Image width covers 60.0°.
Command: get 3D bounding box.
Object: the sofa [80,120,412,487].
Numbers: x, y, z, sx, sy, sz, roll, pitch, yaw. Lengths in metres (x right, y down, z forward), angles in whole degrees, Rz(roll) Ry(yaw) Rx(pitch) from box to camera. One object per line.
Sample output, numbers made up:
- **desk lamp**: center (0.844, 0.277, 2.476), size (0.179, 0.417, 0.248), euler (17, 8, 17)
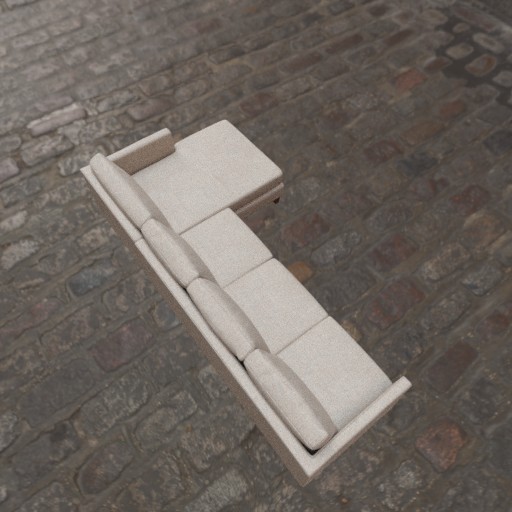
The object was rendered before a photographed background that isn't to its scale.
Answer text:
- **sofa**: center (0.000, 0.000, 3.815), size (1.625, 0.846, 3.186), euler (-33, 63, -19)
